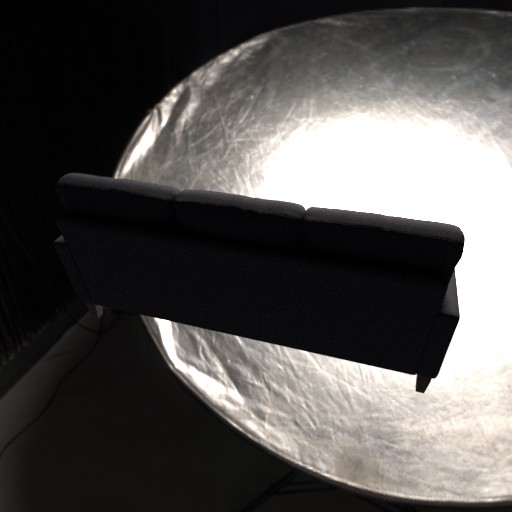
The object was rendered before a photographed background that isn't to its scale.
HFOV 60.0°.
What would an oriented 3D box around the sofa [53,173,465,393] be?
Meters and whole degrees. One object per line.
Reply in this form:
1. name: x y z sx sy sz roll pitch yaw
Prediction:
1. sofa: 0.000 0.000 2.574 2.115 0.984 0.888 10 34 15
